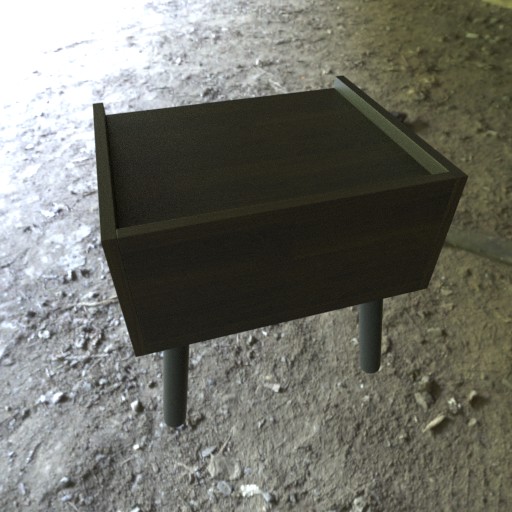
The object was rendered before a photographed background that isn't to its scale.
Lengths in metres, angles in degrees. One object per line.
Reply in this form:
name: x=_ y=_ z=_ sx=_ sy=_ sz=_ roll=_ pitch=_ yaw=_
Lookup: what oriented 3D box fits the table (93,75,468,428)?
table: x=0.000 y=0.000 z=0.800 sx=0.450 sy=0.470 sz=0.370 roll=-11 pitch=43 yaw=-12
